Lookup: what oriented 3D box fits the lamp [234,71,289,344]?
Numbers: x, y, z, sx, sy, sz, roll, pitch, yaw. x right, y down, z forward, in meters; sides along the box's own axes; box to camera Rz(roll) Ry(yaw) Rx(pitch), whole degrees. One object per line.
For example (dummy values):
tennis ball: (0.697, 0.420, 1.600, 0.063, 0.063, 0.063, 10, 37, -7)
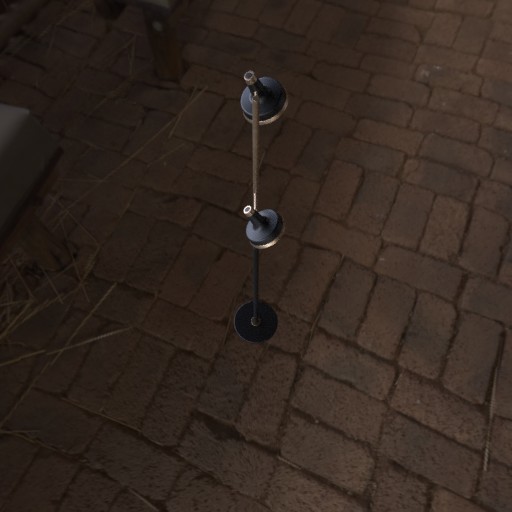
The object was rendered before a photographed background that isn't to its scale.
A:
lamp: (0.000, 0.000, 1.823, 0.253, 1.674, 0.351, 0, 63, 0)
